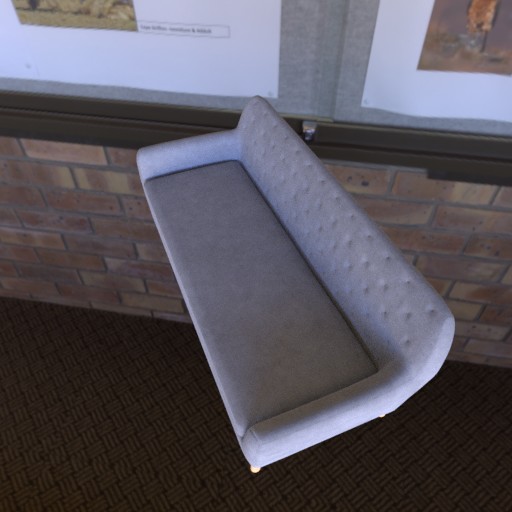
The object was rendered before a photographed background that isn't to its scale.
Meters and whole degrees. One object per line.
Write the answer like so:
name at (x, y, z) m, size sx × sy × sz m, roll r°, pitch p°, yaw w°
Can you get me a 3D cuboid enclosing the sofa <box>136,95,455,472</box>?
sofa at (0.000, 0.000, 2.332) m, size 0.830 × 0.830 × 1.970 m, roll -17°, pitch 49°, yaw -15°
